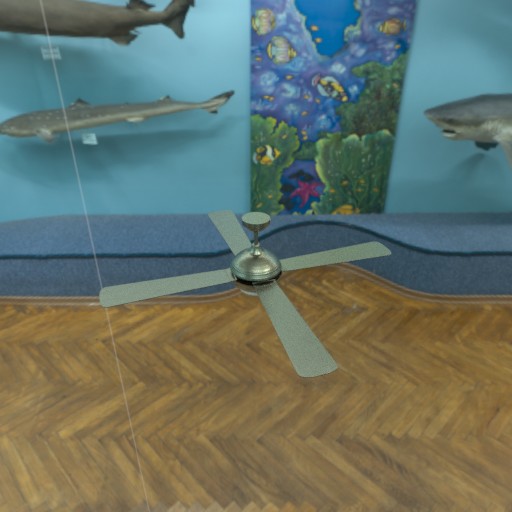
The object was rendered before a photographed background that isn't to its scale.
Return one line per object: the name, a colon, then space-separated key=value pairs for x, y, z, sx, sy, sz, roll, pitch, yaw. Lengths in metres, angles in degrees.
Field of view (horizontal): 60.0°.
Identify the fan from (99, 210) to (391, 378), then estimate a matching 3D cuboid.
fan: x=0.000 y=0.000 z=2.008 sx=1.321 sy=0.381 sz=1.321 roll=1 pitch=30 yaw=2
